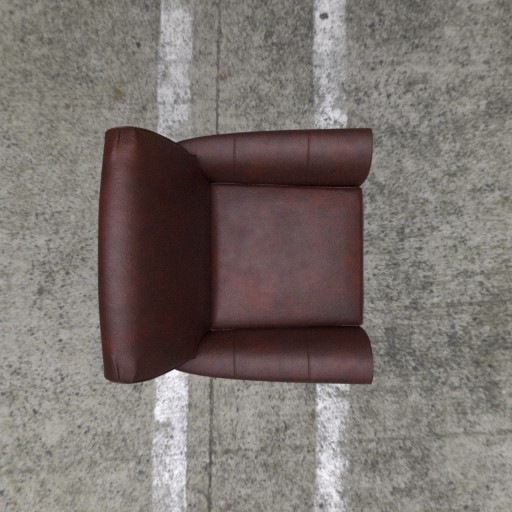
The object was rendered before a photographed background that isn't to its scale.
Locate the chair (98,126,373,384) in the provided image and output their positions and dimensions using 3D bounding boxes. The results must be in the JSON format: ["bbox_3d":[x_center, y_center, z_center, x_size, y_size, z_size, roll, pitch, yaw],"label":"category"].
[{"bbox_3d":[0.000,0.000,1.749,0.902,1.061,0.978,0,90,0],"label":"chair"}]
